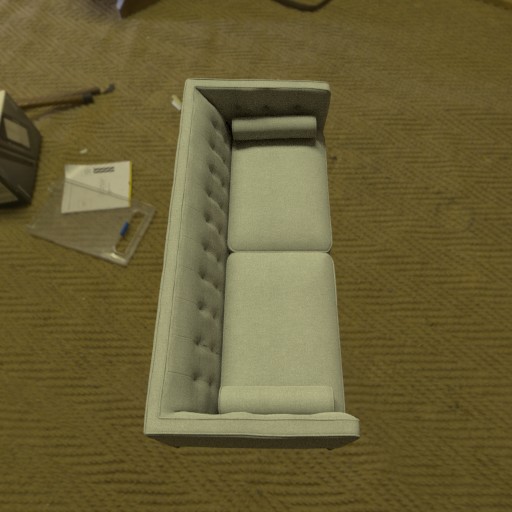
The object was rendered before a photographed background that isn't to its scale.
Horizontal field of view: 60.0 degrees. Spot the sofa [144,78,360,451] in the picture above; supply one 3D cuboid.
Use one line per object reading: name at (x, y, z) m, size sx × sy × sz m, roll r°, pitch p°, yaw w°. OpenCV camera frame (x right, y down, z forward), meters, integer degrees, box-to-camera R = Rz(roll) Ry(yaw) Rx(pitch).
sofa at (0.000, 0.000, 2.614) m, size 0.912 × 0.798 × 2.079 m, roll 1°, pitch 63°, yaw 0°
